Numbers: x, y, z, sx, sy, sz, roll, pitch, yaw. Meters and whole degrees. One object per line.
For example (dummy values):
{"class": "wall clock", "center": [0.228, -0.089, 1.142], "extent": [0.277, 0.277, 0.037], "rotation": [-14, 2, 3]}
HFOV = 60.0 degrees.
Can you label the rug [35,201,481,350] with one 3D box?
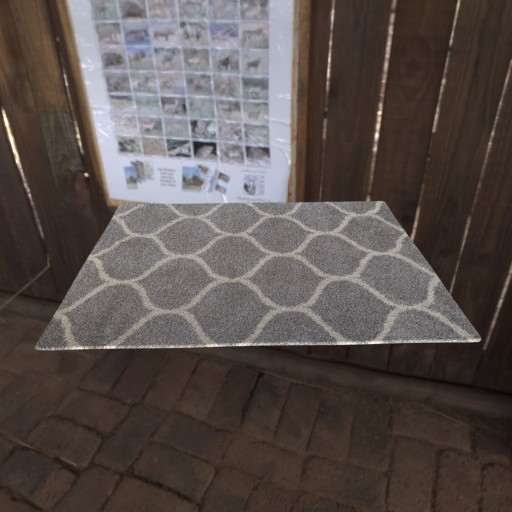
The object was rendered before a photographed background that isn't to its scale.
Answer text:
{"class": "rug", "center": [0.000, 0.000, 3.990], "extent": [3.000, 0.026, 2.399], "rotation": [-1, 30, -1]}
